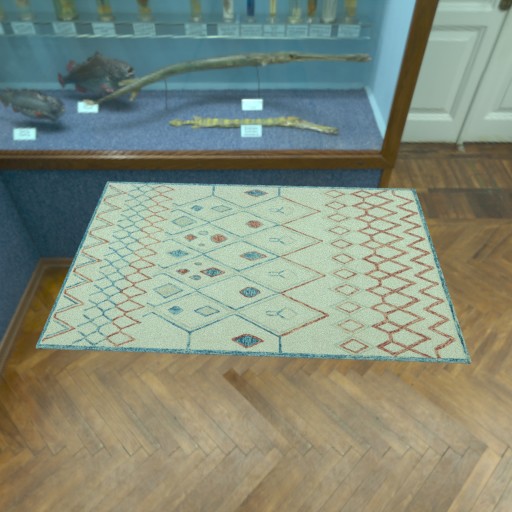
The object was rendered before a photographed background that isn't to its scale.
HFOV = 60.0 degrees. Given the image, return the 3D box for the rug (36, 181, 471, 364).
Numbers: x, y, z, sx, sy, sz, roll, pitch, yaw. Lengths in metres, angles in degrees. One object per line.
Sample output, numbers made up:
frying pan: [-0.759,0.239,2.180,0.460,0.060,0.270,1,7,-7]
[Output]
rug: [0.000,0.000,2.993,2.438,0.015,1.524,2,47,2]
